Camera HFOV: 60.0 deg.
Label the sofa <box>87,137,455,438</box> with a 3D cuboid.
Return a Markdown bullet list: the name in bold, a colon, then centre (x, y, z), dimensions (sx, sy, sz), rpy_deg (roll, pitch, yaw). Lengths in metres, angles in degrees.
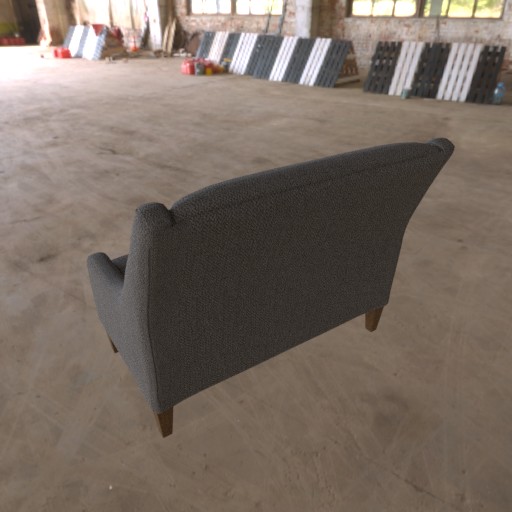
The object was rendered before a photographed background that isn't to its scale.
- **sofa**: centre (0.000, 0.000, 1.899), dimensions (1.242, 1.022, 0.873), rpy_deg (-18, 35, -29)
